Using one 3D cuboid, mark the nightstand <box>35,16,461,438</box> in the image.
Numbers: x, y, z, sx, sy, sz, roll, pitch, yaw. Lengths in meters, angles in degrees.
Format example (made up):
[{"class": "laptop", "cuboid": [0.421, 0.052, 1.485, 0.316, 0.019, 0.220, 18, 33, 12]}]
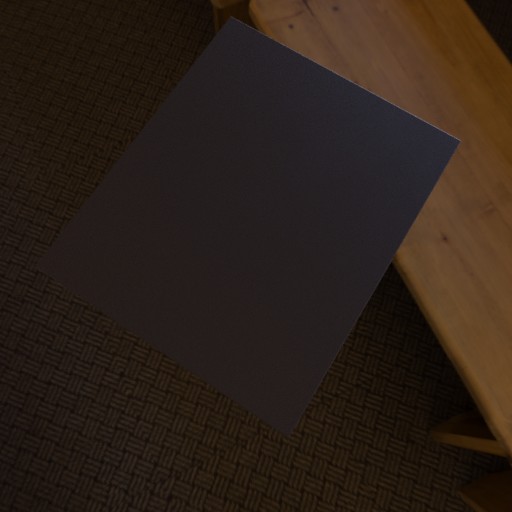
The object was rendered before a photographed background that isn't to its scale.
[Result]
[{"class": "nightstand", "cuboid": [0.000, 0.000, 0.921, 0.402, 0.623, 0.479, 32, 78, 8]}]
